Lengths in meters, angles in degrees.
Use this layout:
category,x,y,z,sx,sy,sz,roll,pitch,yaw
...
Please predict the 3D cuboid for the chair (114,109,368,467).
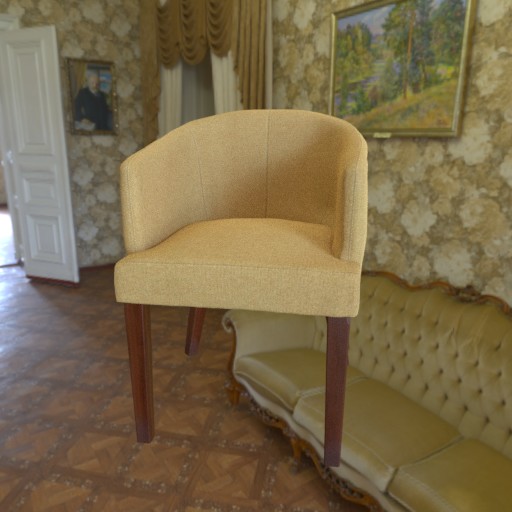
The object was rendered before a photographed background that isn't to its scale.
category,x,y,z,sx,sy,sz,roll,pitch,yaw
chair,0.000,0.000,1.220,0.583,0.811,0.655,2,14,9
